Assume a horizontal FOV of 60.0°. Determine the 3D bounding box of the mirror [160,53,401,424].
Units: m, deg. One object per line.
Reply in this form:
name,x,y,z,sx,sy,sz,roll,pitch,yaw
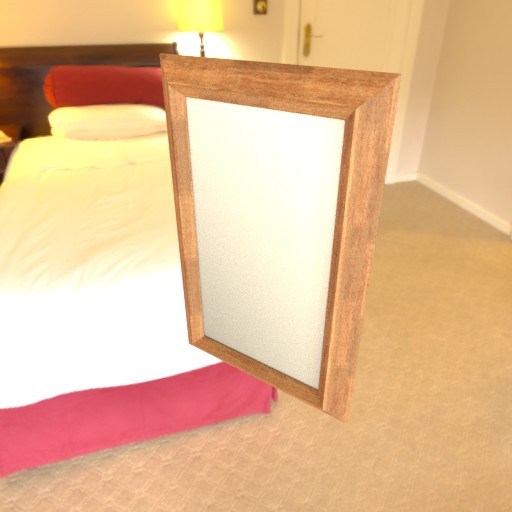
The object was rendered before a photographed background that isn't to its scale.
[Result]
mirror,0.000,0.000,1.256,0.651,1.010,0.047,19,35,29
